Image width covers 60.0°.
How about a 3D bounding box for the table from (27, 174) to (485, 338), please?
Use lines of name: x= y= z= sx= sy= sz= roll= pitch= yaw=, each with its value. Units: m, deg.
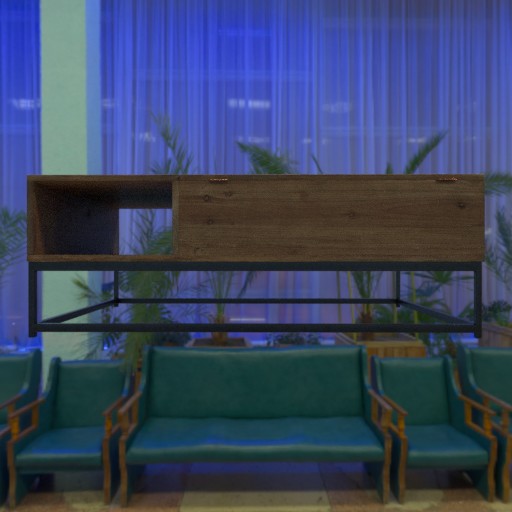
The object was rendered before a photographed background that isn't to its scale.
table: x=0.000 y=0.000 z=1.387 sx=1.101 sy=0.395 sz=0.655 roll=0 pitch=0 yaw=1
